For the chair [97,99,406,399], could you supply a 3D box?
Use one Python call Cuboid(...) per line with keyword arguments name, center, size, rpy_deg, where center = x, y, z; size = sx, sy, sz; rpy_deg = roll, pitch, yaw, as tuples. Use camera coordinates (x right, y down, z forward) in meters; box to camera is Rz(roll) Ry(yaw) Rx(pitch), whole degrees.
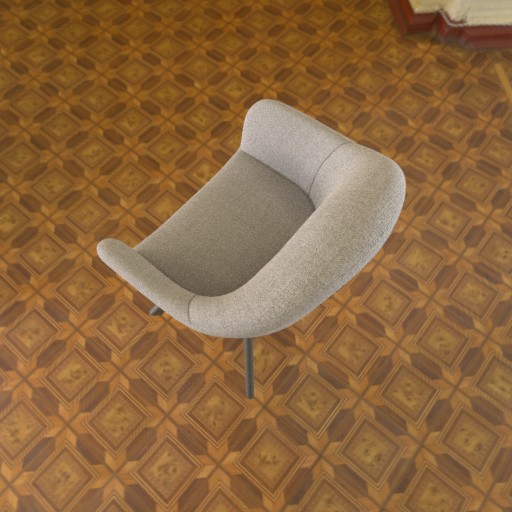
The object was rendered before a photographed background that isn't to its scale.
Cuboid(name="chair", center=(0.000, 0.000, 1.170), size=(0.550, 0.795, 0.590), rpy_deg=(36, 69, 17))
